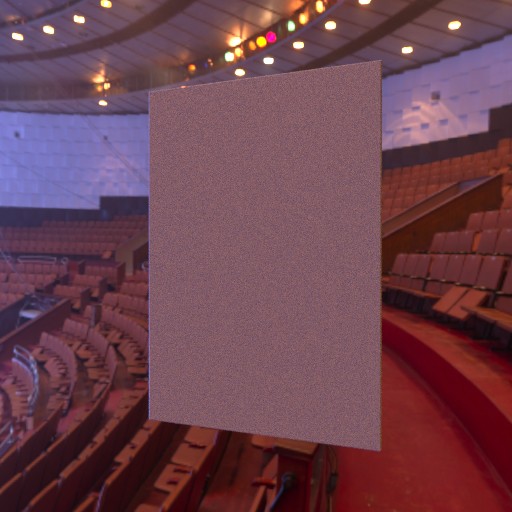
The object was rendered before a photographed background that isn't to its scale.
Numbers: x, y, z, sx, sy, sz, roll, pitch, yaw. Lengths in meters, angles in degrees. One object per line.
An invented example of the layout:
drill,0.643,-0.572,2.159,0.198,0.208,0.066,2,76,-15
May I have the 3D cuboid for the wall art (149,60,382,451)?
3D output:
wall art,0.000,0.000,0.603,0.329,0.482,0.011,0,0,19
